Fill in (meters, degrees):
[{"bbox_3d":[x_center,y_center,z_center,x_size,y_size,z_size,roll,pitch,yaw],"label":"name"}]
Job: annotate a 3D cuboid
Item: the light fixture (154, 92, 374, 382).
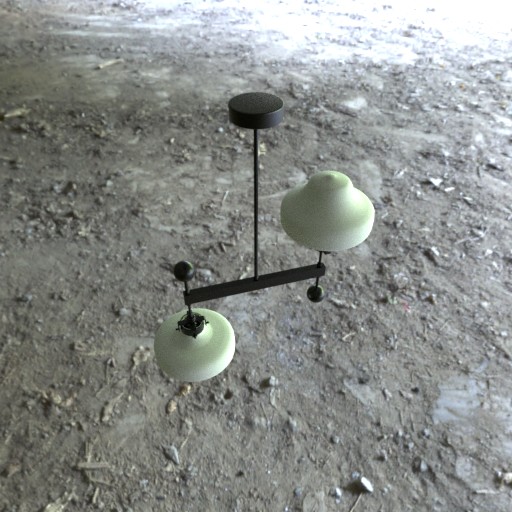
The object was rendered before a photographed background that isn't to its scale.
[{"bbox_3d":[0.000,0.000,1.053,0.422,0.743,0.489,26,47,27],"label":"light fixture"}]
